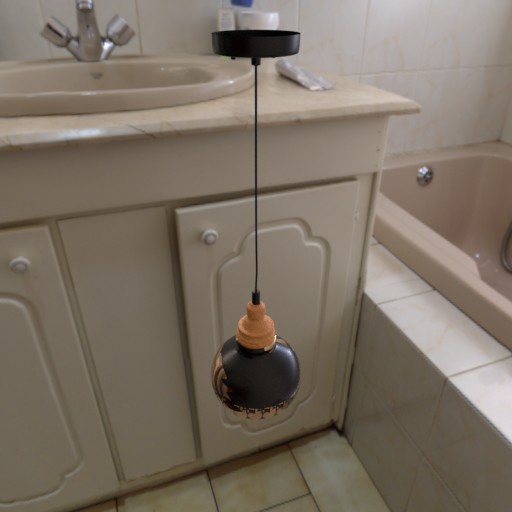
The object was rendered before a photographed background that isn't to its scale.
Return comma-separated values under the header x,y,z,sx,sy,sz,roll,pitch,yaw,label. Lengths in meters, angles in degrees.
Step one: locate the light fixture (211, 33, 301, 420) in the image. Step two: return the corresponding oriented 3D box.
x,y,z,sx,sy,sz,roll,pitch,yaw,label
0.000,0.000,1.782,0.430,1.606,0.430,-9,32,-15,light fixture
